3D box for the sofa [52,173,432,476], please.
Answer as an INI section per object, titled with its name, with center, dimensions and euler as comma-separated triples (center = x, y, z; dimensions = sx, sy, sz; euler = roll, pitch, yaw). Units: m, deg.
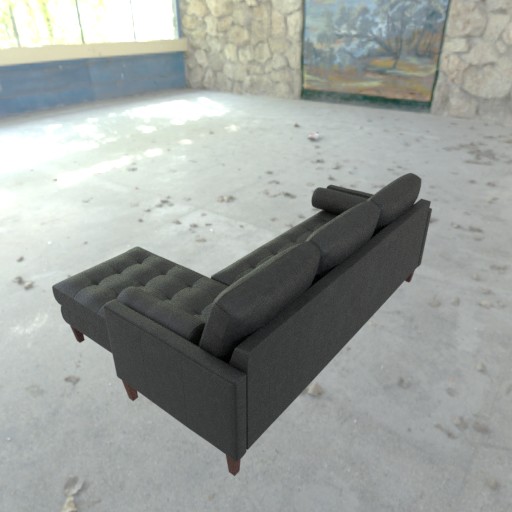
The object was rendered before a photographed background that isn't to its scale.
[sofa]
center = 0.000, 0.000, 2.874
dimensions = 1.497, 0.876, 2.178
euler = 20, 35, 33
